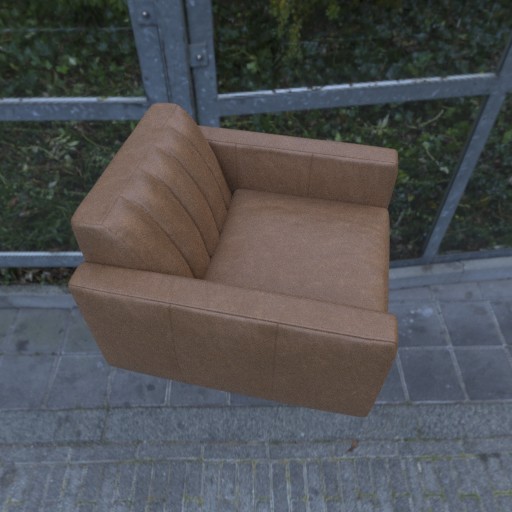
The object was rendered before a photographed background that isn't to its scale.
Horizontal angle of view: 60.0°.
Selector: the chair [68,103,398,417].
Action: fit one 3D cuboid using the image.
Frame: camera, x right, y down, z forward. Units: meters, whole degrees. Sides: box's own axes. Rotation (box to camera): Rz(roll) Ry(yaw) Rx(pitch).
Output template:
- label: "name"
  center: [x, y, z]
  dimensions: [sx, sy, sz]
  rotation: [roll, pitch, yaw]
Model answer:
- label: "chair"
  center: [0.000, 0.000, 1.698]
  dimensions: [0.998, 0.819, 0.953]
  rotation: [9, 49, 8]
